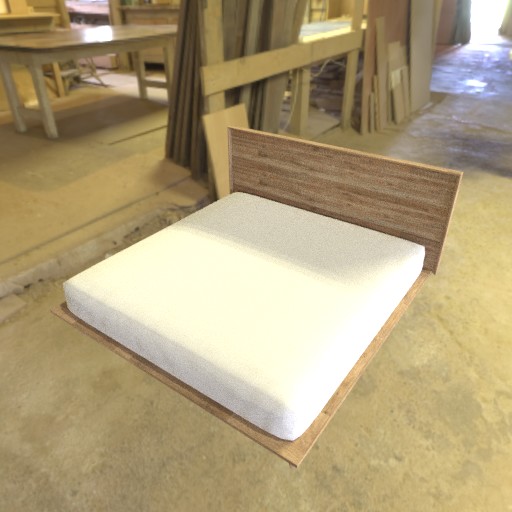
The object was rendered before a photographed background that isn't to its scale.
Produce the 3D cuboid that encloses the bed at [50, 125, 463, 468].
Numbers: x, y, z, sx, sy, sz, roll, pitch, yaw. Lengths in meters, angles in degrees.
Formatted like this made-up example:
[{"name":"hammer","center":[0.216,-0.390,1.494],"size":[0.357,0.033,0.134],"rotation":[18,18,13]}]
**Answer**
[{"name":"bed","center":[0.000,0.000,3.245],"size":[2.116,1.100,2.167],"rotation":[21,37,30]}]
